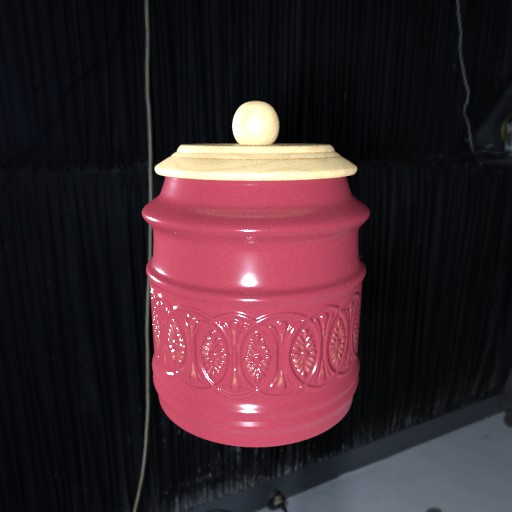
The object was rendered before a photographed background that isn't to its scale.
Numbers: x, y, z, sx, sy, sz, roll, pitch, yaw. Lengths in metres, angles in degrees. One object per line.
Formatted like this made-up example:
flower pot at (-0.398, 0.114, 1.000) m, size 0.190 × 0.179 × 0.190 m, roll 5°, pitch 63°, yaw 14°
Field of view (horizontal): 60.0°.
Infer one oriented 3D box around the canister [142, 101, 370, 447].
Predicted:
canister at (0.000, 0.000, 0.267) m, size 0.130 × 0.176 × 0.130 m, roll 0°, pitch 15°, yaw 0°
